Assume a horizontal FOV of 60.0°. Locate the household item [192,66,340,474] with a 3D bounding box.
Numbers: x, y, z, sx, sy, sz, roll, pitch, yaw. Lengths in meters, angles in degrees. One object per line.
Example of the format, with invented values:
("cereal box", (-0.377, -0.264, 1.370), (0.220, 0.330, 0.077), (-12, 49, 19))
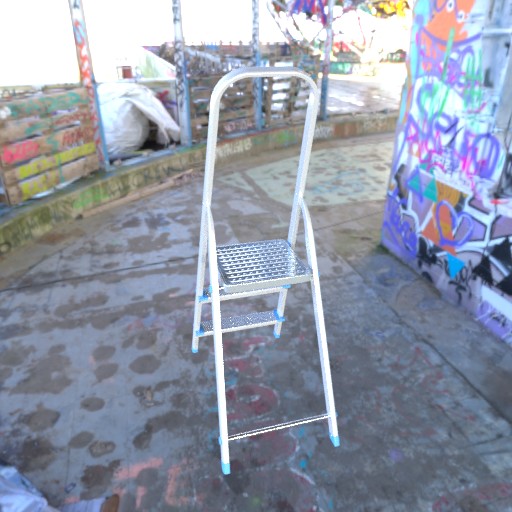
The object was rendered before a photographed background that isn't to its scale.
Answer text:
("household item", (0.000, 0.000, 1.527), (0.420, 1.215, 0.687), (-7, 27, -14))
